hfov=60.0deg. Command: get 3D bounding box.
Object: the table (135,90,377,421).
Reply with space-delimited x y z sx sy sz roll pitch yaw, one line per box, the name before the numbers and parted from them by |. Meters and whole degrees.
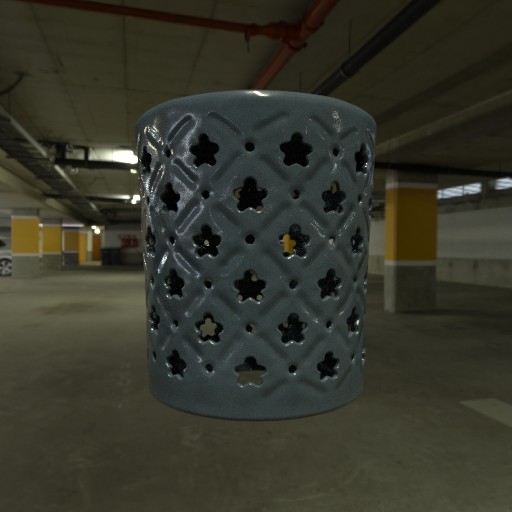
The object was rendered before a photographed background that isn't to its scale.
table | 0.000 0.000 0.671 0.352 0.387 0.352 0 1 0
